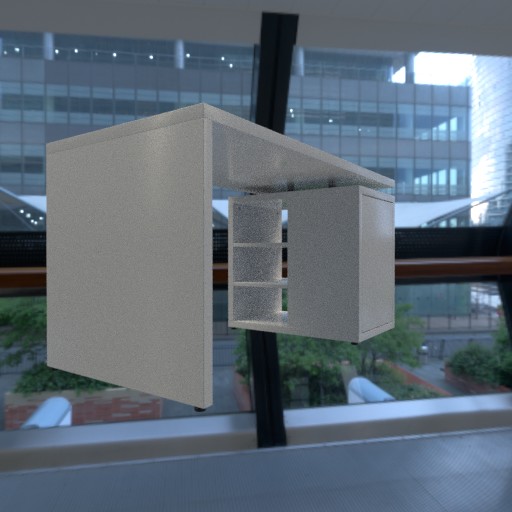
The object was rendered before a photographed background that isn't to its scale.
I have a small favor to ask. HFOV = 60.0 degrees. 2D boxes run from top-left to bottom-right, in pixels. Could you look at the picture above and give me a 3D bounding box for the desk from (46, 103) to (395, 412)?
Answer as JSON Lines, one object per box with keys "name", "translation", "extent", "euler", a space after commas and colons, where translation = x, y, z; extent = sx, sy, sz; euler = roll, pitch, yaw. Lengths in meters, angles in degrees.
{"name": "desk", "translation": [0.000, 0.000, 1.824], "extent": [0.690, 0.740, 1.400], "euler": [0, 1, 35]}
